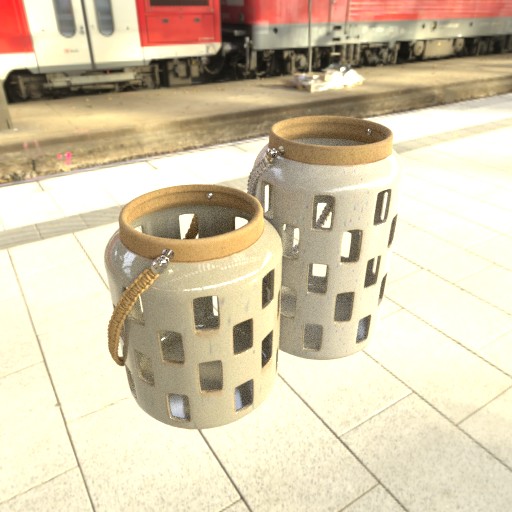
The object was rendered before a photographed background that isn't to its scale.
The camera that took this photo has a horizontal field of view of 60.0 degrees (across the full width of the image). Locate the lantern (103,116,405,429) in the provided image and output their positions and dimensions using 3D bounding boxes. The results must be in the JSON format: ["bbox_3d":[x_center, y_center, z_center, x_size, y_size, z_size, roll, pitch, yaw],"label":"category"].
[{"bbox_3d":[0.000,0.000,0.490,0.347,0.255,0.184,-19,35,-30],"label":"lantern"}]
